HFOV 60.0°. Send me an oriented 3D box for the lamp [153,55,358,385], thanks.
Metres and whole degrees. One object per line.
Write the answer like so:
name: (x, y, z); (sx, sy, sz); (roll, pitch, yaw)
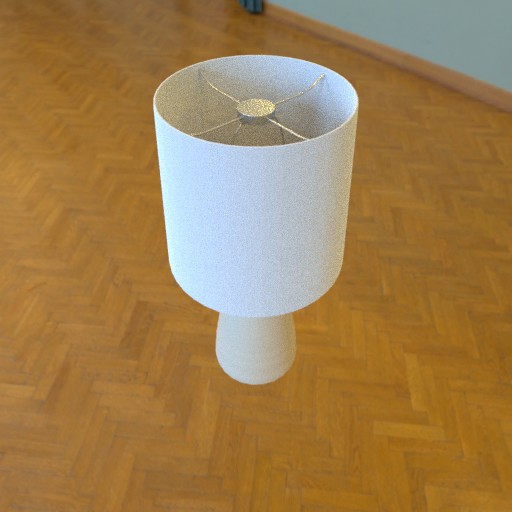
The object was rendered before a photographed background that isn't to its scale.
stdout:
lamp: (0.000, 0.000, 0.488); (0.186, 0.369, 0.186); (0, 45, 0)
